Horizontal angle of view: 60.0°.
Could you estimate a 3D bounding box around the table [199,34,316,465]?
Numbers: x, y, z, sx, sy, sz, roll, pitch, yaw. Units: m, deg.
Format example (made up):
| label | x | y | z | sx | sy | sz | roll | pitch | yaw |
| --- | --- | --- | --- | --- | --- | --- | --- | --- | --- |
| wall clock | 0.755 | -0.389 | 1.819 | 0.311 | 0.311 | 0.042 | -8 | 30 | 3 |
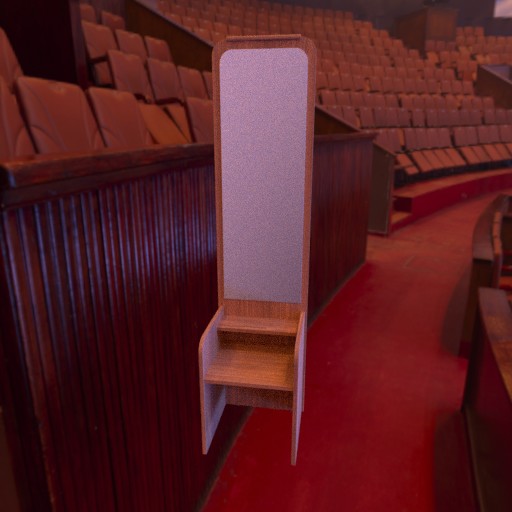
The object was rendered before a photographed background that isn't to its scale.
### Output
| label | x | y | z | sx | sy | sz | roll | pitch | yaw |
| --- | --- | --- | --- | --- | --- | --- | --- | --- | --- |
| table | 0.000 | 0.000 | 1.958 | 0.450 | 1.830 | 0.420 | 3 | 17 | 9 |
